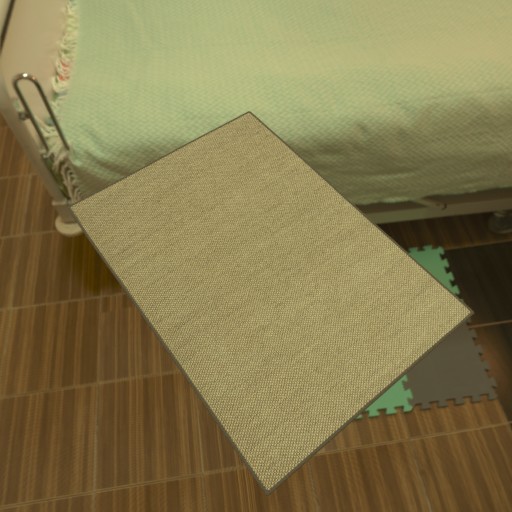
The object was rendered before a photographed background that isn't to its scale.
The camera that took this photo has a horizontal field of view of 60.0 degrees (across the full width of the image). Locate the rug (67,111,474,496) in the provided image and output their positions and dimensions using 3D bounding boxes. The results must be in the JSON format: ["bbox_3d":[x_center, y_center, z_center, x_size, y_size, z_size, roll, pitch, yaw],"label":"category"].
[{"bbox_3d":[0.000,0.000,2.730,1.523,0.012,2.133,-33,64,-18],"label":"rug"}]
